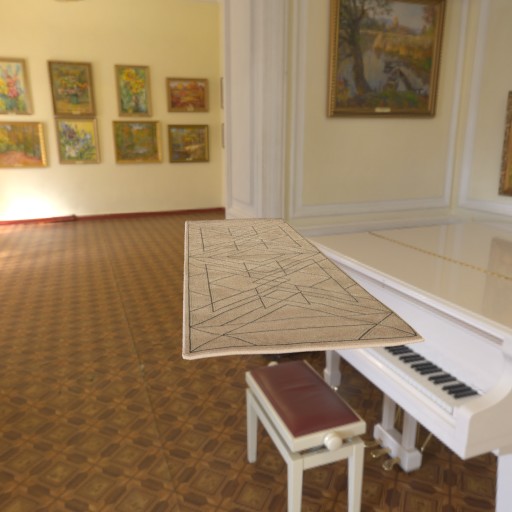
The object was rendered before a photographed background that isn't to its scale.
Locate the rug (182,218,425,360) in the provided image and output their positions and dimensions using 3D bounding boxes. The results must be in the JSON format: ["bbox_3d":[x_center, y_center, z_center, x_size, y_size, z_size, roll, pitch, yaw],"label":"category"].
[{"bbox_3d":[0.000,0.000,2.602,0.831,0.036,2.381,-2,15,-8],"label":"rug"}]
